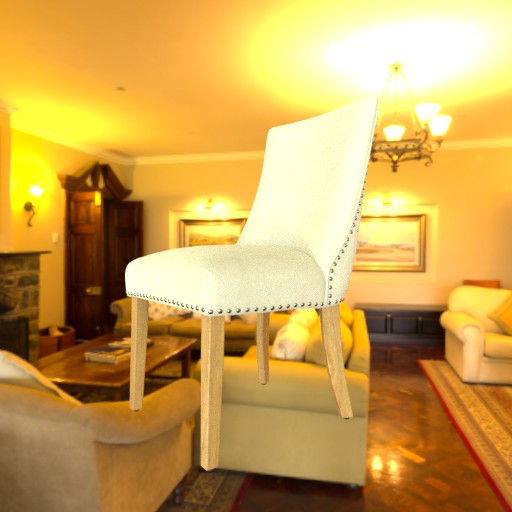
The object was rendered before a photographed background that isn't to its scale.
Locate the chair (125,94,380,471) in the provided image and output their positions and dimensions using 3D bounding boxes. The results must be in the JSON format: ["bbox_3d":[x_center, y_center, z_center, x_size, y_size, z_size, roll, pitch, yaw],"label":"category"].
[{"bbox_3d":[0.000,0.000,1.273,0.610,0.902,0.495,-1,2,-36],"label":"chair"}]
